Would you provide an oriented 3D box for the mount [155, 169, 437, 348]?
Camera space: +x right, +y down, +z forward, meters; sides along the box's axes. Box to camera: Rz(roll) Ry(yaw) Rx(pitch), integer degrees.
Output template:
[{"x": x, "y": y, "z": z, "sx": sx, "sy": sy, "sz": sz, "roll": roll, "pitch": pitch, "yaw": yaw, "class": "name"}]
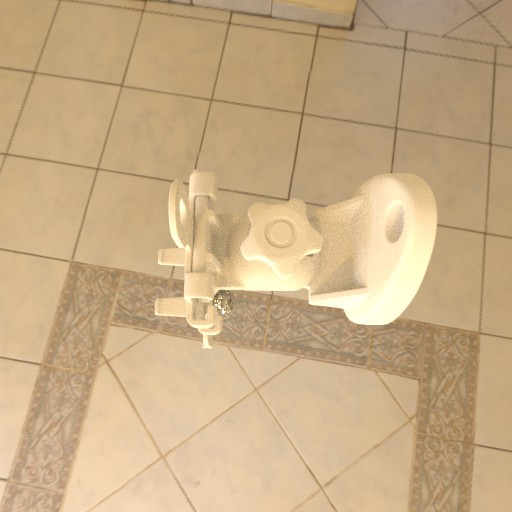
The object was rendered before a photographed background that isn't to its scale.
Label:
[{"x": 0.000, "y": 0.000, "z": 0.174, "sx": 0.100, "sy": 0.118, "sz": 0.066, "roll": 0, "pitch": 76, "yaw": 0, "class": "mount"}]
